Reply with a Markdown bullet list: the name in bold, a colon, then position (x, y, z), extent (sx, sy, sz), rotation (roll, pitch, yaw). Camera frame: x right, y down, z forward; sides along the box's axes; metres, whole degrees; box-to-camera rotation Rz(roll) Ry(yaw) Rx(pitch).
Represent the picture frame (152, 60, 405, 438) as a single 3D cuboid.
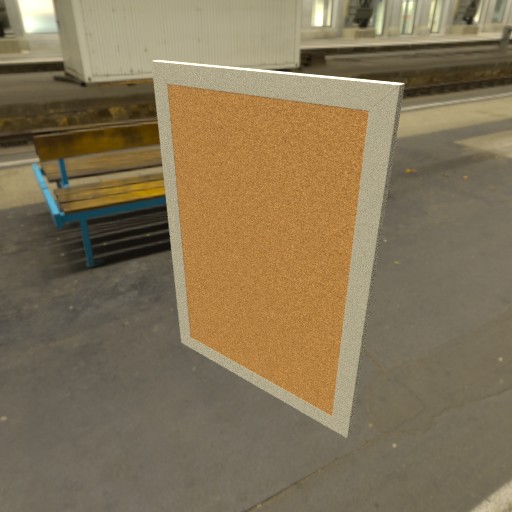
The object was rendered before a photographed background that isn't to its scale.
- **picture frame**: position (0.000, 0.000, 0.589), extent (0.326, 0.459, 0.011), rotation (21, 35, 32)
